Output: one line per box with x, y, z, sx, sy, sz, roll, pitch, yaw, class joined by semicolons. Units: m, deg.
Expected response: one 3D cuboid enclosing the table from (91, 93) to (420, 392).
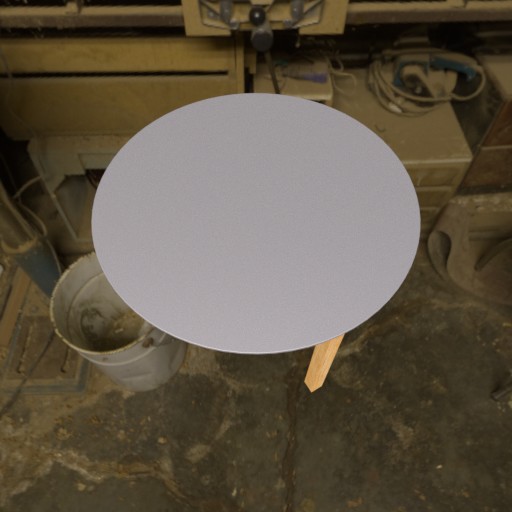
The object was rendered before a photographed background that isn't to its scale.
0.000;0.000;0.995;0.600;0.405;0.600;0;58;0;table
